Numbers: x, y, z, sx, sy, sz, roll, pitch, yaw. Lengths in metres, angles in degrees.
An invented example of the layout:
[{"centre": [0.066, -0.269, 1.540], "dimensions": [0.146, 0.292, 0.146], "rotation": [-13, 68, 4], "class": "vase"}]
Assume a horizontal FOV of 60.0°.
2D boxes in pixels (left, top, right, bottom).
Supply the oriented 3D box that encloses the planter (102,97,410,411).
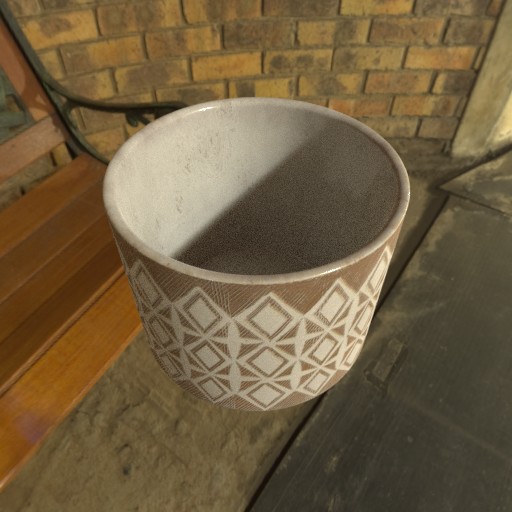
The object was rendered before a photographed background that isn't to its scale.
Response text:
[{"centre": [0.000, 0.000, 0.345], "dimensions": [0.193, 0.165, 0.193], "rotation": [0, 46, 0], "class": "planter"}]
